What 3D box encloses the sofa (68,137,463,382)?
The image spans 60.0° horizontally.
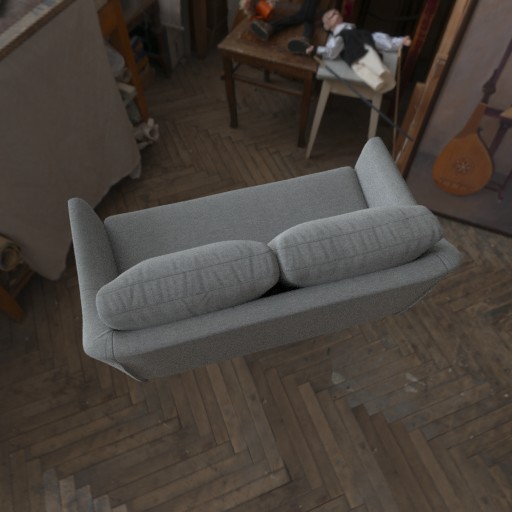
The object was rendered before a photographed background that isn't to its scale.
[{"bbox_3d":[0.000,0.000,2.120,1.619,0.904,0.960,-13,59,-8],"label":"sofa"}]
